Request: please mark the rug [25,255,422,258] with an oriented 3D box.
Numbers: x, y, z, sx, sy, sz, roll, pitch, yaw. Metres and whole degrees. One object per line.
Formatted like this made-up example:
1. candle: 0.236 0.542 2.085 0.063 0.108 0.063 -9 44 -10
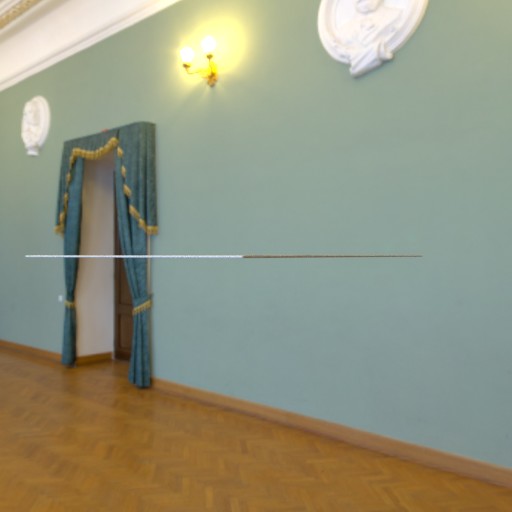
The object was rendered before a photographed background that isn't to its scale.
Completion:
1. rug: 0.000 0.000 2.368 1.236 0.009 1.839 0 0 36
